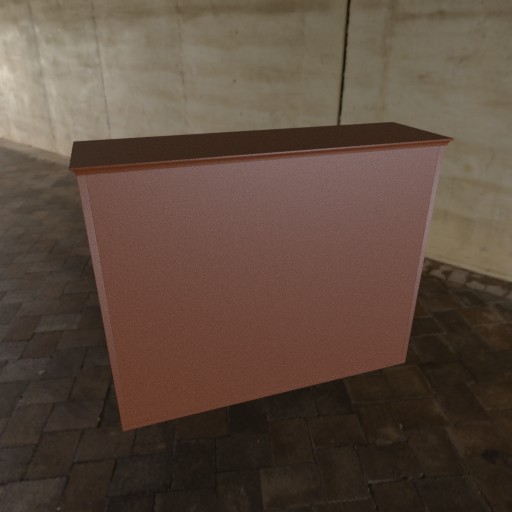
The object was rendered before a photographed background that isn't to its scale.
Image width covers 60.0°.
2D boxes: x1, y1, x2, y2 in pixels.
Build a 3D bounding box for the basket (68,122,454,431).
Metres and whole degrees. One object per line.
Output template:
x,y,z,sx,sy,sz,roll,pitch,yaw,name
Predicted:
0.000,0.000,1.157,0.792,0.625,0.376,-8,27,-17,basket
